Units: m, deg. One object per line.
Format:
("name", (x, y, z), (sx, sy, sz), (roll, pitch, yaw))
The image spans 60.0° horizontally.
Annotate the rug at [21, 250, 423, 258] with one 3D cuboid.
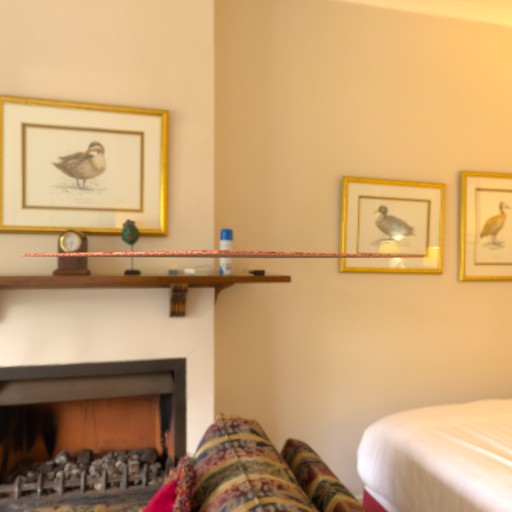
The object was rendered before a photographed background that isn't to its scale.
("rug", (0.000, 0.000, 3.043), (1.524, 0.015, 2.438), (0, -1, 37))
